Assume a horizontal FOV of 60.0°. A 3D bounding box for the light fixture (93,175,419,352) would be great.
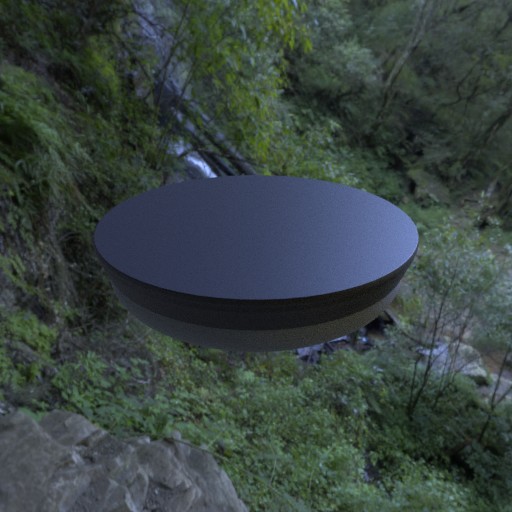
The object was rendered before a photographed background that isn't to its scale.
[{"bbox_3d":[0.000,0.000,0.547,0.368,0.100,0.368,0,26,0],"label":"light fixture"}]
